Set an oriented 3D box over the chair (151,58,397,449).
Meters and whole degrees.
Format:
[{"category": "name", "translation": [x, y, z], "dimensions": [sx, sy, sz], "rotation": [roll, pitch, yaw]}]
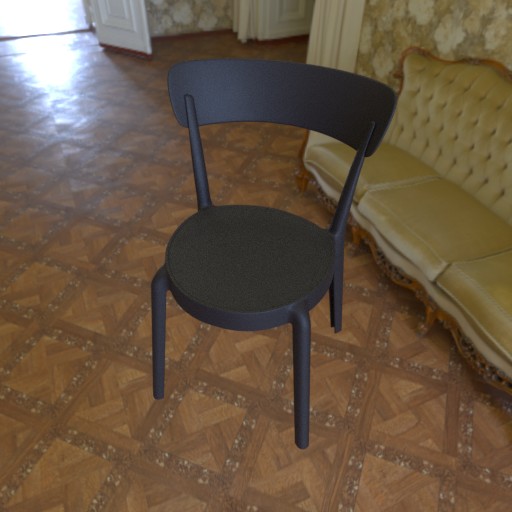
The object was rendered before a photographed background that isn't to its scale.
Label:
[{"category": "chair", "translation": [0.000, 0.000, 1.100], "dimensions": [0.506, 0.790, 0.491], "rotation": [13, 43, 15]}]
